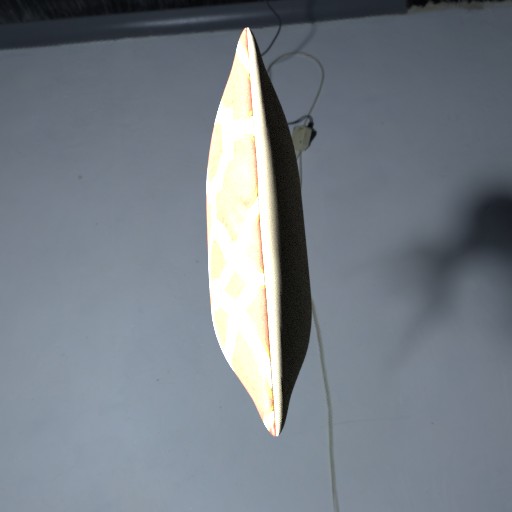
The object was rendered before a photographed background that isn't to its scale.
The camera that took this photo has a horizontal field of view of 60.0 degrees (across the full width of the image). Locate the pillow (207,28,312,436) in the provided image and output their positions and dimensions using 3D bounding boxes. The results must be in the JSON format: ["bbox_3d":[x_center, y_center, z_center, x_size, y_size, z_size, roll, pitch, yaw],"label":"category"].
[{"bbox_3d":[0.000,0.000,0.809,0.166,0.508,0.552,-4,75,-1],"label":"pillow"}]
